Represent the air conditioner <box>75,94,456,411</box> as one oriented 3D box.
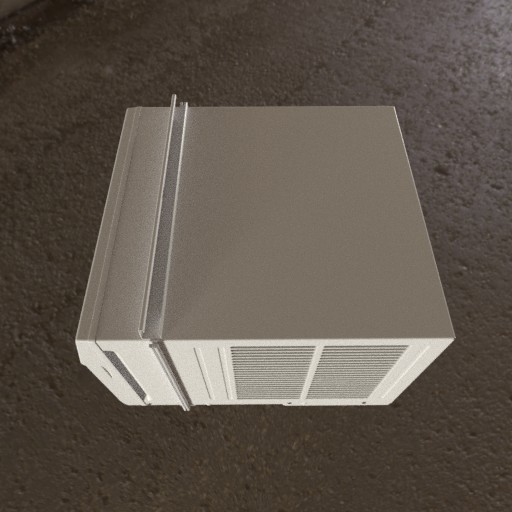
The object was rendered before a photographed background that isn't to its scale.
[{"bbox_3d":[0.000,0.000,0.871,0.546,0.388,0.503,0,57,0],"label":"air conditioner"}]
